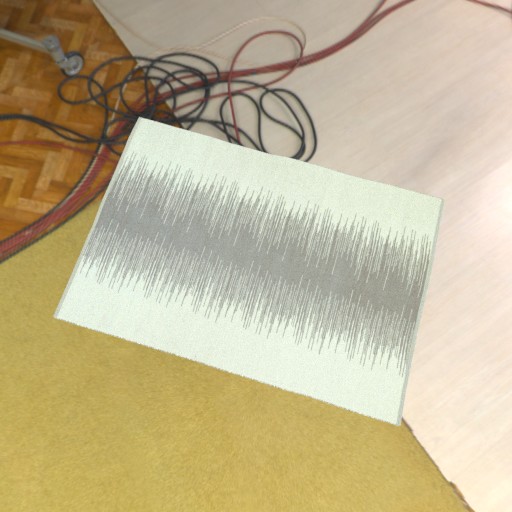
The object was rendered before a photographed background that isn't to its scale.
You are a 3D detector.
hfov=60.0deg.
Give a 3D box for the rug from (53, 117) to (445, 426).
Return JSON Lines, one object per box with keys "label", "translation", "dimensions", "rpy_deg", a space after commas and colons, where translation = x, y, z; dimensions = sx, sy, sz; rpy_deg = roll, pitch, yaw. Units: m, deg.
{"label": "rug", "translation": [0.000, 0.000, 2.354], "dimensions": [1.815, 0.007, 1.226], "rpy_deg": [16, 74, 5]}
